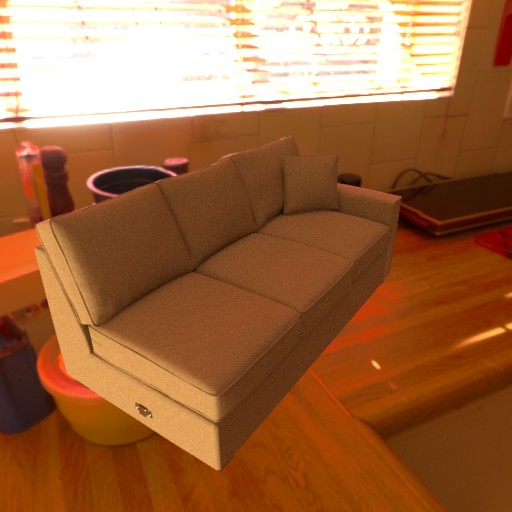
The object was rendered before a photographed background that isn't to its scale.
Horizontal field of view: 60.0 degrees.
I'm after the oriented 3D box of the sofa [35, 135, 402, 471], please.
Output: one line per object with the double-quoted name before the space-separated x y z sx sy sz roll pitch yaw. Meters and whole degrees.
"sofa" 0.000 0.000 2.499 1.034 0.946 1.963 17 32 30
